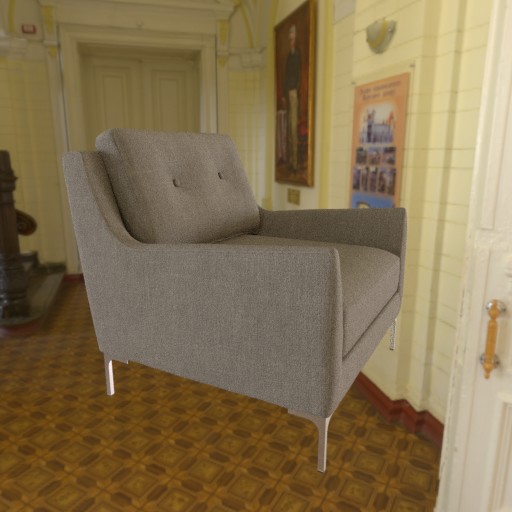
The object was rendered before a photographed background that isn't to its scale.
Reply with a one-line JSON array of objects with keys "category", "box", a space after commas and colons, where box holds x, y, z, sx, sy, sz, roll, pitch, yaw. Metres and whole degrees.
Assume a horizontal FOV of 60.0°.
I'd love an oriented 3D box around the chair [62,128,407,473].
[{"category": "chair", "box": [0.000, 0.000, 1.508, 0.849, 0.828, 0.847, 7, 15, 28]}]
